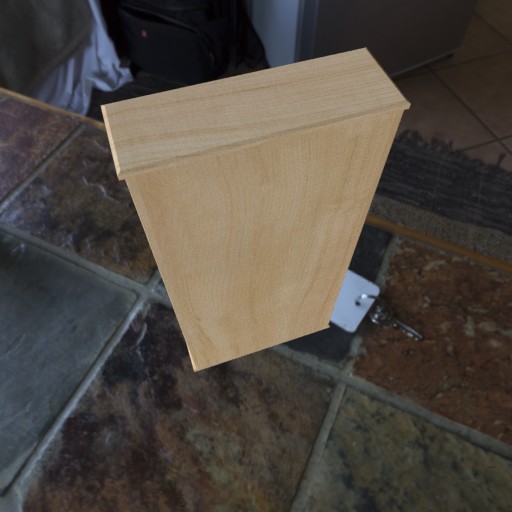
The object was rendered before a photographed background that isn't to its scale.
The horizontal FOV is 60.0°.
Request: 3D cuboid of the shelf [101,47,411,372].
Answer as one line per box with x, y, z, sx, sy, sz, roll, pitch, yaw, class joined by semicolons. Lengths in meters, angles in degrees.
0.000;0.000;1.219;0.520;1.030;0.175;-16;60;-10;shelf
